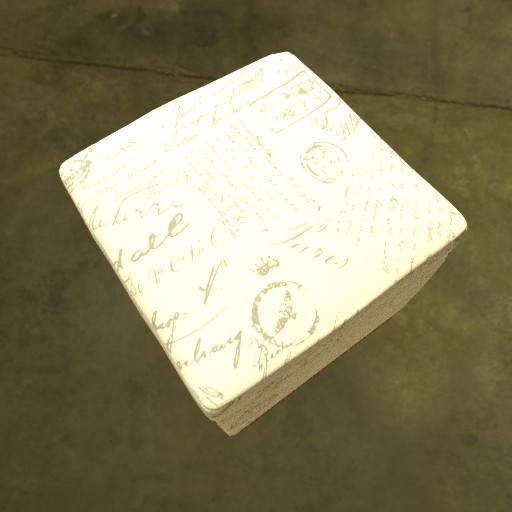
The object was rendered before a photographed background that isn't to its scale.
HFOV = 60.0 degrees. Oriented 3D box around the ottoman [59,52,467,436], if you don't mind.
[{"bbox_3d":[0.000,0.000,0.822,0.449,0.457,0.450,-33,69,-15],"label":"ottoman"}]
